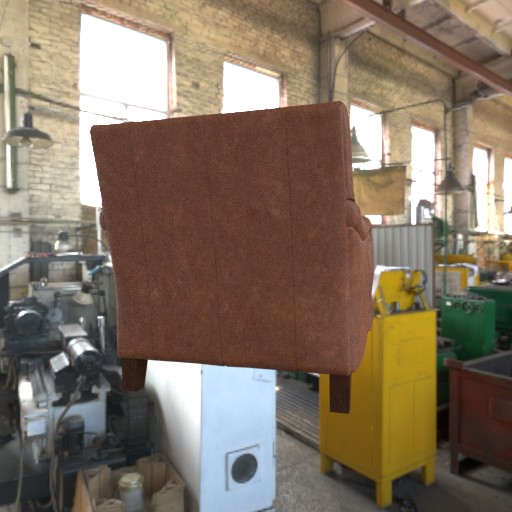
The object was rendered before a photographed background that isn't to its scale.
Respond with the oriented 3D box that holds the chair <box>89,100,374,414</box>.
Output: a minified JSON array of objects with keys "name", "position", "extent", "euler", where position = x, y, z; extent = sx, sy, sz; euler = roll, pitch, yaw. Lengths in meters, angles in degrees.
[{"name":"chair","position":[0.000,0.000,1.966],"extent":[0.986,1.055,1.158],"euler":[0,1,17]}]
